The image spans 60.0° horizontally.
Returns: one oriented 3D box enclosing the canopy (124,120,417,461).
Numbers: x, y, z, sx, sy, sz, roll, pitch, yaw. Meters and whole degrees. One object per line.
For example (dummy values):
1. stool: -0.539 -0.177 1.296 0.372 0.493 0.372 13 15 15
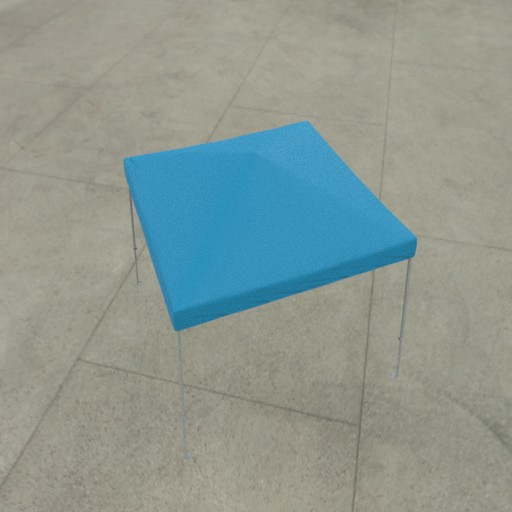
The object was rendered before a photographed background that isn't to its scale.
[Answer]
1. canopy: 0.000 0.000 5.267 2.849 2.850 2.850 -16 48 -15
